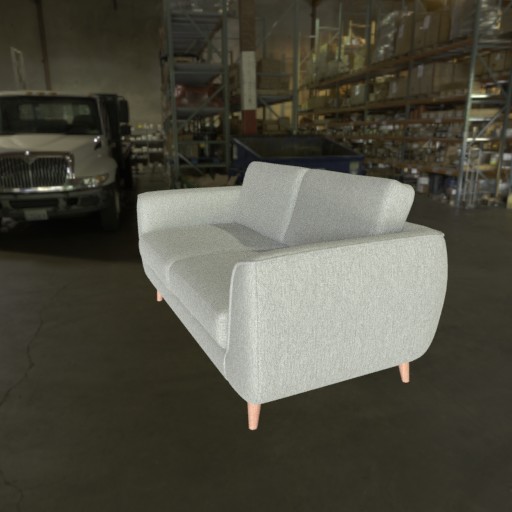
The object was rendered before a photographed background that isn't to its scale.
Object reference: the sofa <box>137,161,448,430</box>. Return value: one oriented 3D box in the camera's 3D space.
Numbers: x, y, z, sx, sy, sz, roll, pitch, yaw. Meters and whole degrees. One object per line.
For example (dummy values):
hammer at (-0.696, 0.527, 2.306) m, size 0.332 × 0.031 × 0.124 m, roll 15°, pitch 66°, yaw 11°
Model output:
sofa at (0.000, 0.000, 2.230) m, size 0.920 × 0.850 × 1.700 m, roll -7°, pitch 17°, yaw -25°
